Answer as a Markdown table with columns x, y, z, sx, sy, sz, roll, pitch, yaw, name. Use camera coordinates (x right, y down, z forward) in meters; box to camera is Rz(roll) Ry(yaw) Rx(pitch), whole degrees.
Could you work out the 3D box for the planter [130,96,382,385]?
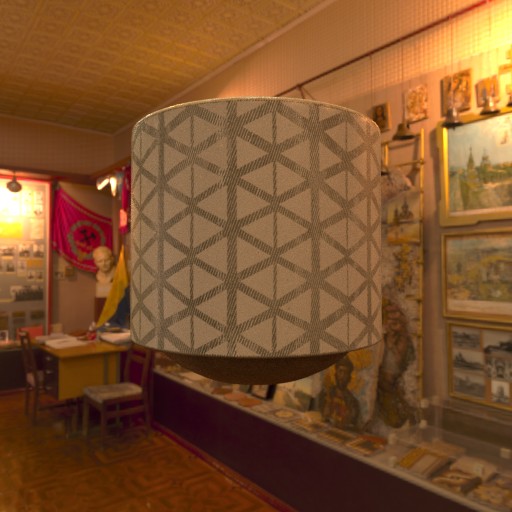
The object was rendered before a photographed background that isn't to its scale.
| x | y | z | sx | sy | sz | roll | pitch | yaw | name |
| --- | --- | --- | --- | --- | --- | --- | --- | --- | --- |
| 0.000 | 0.000 | 0.349 | 0.190 | 0.181 | 0.190 | 0 | -1 | 0 | planter |
